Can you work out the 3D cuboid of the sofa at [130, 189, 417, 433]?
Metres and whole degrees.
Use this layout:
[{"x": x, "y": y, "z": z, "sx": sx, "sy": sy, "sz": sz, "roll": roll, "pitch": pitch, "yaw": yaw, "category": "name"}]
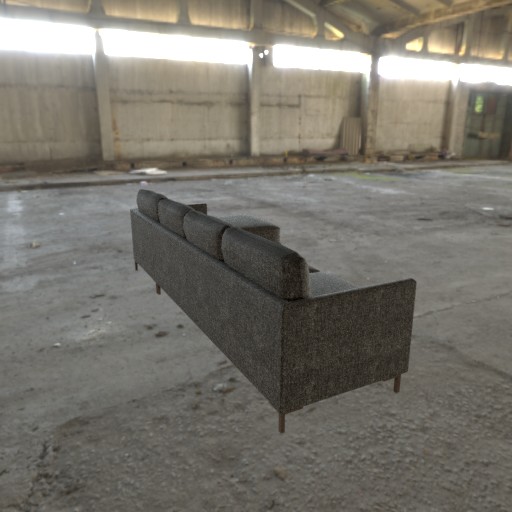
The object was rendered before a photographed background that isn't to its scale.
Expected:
[{"x": 0.000, "y": 0.000, "z": 4.007, "sx": 1.488, "sy": 0.970, "sz": 3.384, "roll": -8, "pitch": 17, "yaw": -27, "category": "sofa"}]
